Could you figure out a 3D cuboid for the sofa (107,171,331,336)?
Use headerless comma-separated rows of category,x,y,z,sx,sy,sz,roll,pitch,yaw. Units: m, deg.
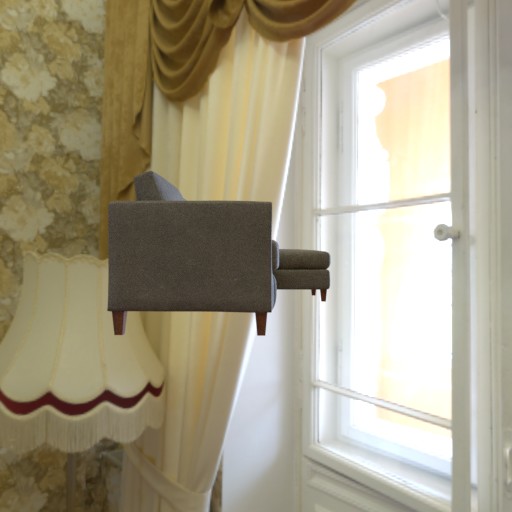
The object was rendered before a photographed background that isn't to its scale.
sofa,0.000,0.000,4.131,1.604,0.950,3.471,0,-1,1
